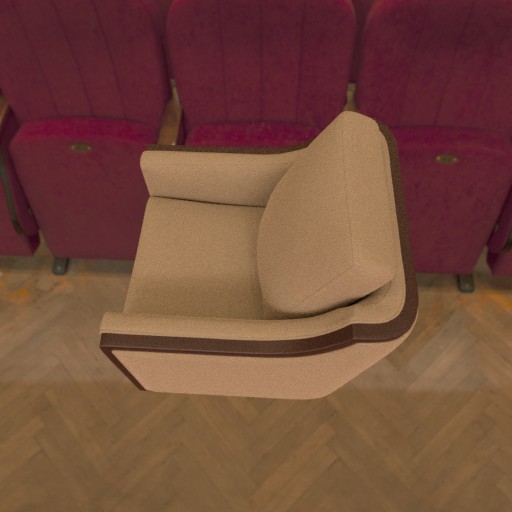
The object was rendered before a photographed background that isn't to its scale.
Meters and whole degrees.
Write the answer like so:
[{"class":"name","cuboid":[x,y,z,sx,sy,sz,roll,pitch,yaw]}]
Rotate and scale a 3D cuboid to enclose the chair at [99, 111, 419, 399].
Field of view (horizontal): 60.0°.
[{"class":"chair","cuboid":[0.000,0.000,1.656,0.950,0.930,0.870,3,60,2]}]
